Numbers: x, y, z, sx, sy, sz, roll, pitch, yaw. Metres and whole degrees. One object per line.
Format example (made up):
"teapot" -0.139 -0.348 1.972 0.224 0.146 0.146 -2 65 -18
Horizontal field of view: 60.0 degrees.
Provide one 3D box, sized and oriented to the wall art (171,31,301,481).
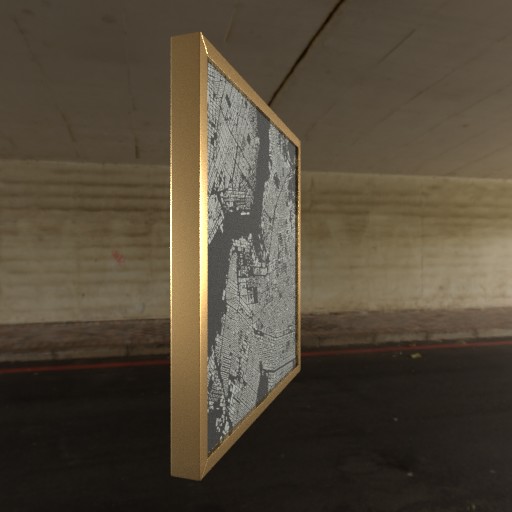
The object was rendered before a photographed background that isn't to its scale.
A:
"wall art" 0.000 0.000 0.448 0.023 0.305 0.305 0 0 19
